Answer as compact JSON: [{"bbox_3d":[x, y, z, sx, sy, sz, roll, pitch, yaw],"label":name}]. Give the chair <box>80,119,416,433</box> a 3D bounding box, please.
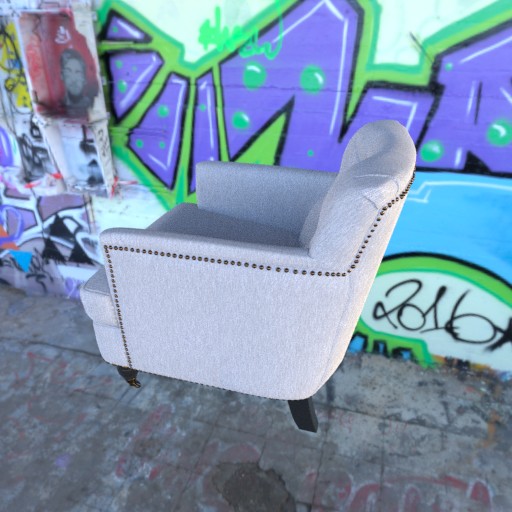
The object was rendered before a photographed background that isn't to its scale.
[{"bbox_3d":[0.000,0.000,1.485,0.902,0.823,0.737,8,29,14],"label":"chair"}]
